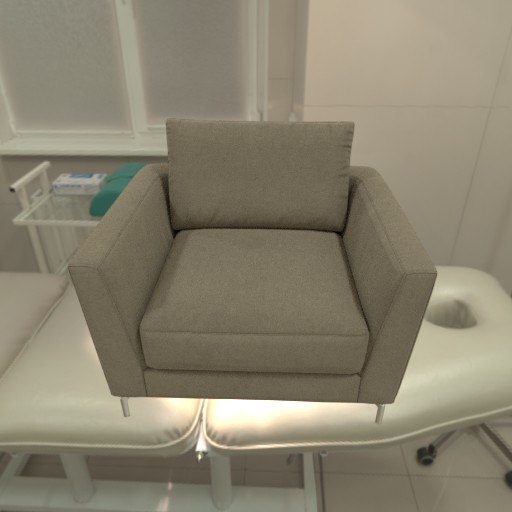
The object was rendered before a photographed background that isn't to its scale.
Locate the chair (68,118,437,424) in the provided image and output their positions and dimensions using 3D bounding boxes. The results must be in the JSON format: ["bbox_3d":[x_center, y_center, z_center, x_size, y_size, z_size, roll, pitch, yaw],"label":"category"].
[{"bbox_3d":[0.000,0.000,1.667,1.041,0.864,0.889,1,31,2],"label":"chair"}]
